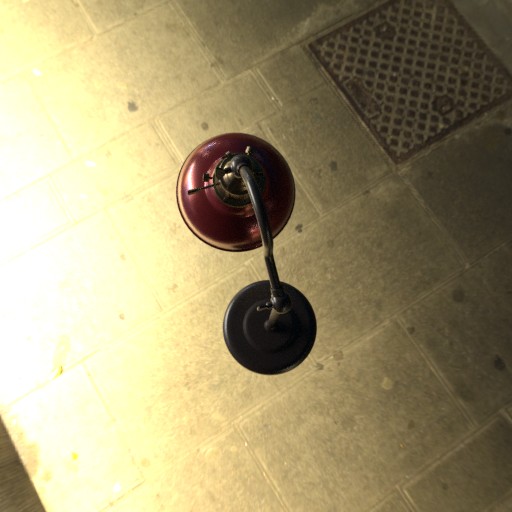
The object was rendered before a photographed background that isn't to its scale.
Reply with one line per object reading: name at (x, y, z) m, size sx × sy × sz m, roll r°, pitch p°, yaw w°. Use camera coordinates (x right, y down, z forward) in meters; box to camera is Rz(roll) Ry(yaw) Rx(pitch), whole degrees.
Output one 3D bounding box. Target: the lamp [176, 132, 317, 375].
lamp at (0.000, 0.000, 0.675) m, size 0.192 × 0.508 × 0.374 m, roll -17°, pitch 77°, yaw -4°
